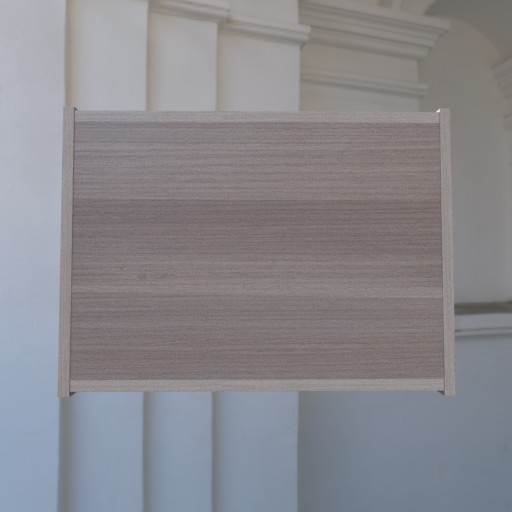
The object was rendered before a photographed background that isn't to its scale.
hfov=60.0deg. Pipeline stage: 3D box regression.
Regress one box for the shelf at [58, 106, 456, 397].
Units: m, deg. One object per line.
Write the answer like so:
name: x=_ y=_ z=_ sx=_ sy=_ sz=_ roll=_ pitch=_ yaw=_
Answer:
shelf: x=0.000 y=0.000 z=0.612 sx=0.415 sy=0.305 sz=0.290 roll=0 pitch=-2 yaw=-1
